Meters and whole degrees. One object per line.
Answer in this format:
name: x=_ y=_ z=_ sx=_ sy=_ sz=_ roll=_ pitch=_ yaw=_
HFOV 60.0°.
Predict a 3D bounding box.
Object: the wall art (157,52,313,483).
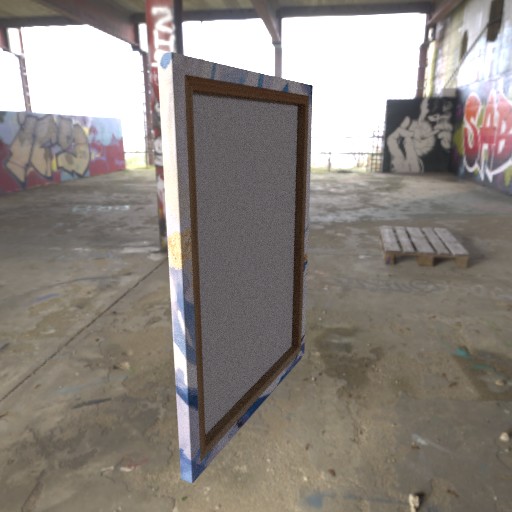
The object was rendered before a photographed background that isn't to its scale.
wall art: x=0.000 y=0.000 z=1.322 sx=0.038 sy=1.015 sz=0.761 roll=8 pitch=18 yaw=27
